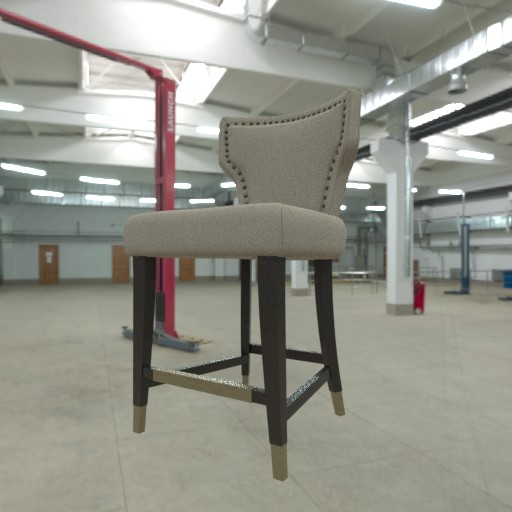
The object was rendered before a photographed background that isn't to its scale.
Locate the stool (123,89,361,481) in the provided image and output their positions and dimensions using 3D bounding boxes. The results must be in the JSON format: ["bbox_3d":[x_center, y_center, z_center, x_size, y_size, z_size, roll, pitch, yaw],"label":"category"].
[{"bbox_3d":[0.000,0.000,1.305,0.527,0.982,0.563,0,0,34],"label":"stool"}]
